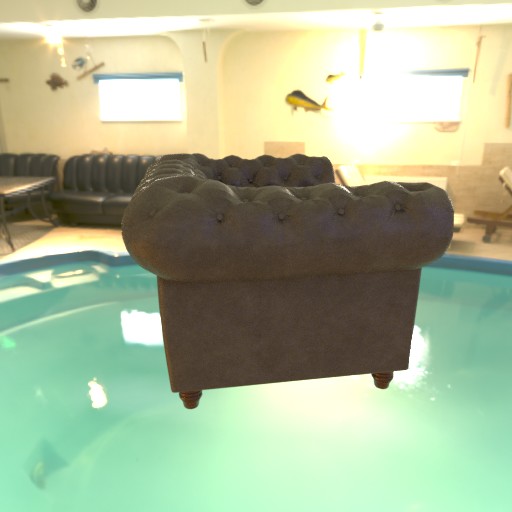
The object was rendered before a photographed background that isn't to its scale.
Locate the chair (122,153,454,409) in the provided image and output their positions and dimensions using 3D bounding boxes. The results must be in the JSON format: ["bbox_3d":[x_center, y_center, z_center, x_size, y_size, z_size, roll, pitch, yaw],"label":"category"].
[{"bbox_3d":[0.000,0.000,1.848,0.943,0.780,1.298,-3,18,-9],"label":"chair"}]
